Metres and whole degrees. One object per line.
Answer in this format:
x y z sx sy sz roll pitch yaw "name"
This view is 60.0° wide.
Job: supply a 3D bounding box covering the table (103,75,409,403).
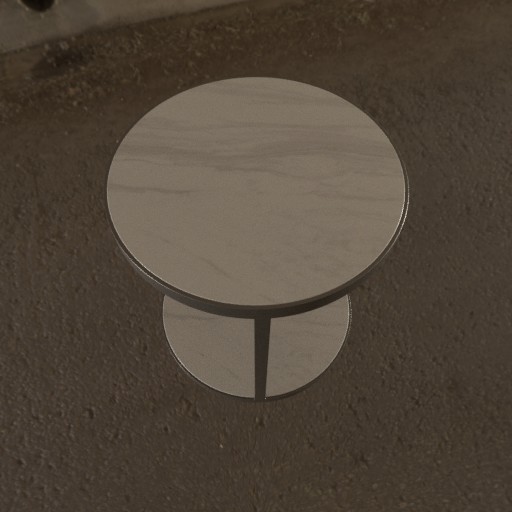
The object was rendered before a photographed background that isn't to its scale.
0.000 0.000 0.858 0.445 0.479 0.445 0 59 0 "table"
